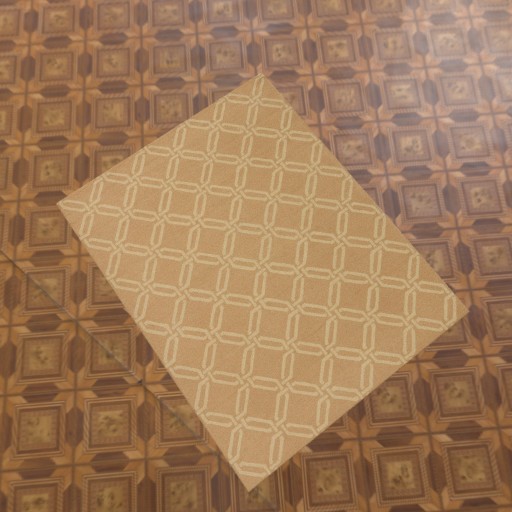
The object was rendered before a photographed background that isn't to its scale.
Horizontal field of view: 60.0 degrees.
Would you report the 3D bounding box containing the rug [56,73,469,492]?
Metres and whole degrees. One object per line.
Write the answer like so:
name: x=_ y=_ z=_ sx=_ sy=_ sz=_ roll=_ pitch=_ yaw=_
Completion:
rug: x=0.000 y=0.000 z=3.818 sx=2.288 sy=0.018 sz=2.895 roll=-36 pitch=78 yaw=-9
